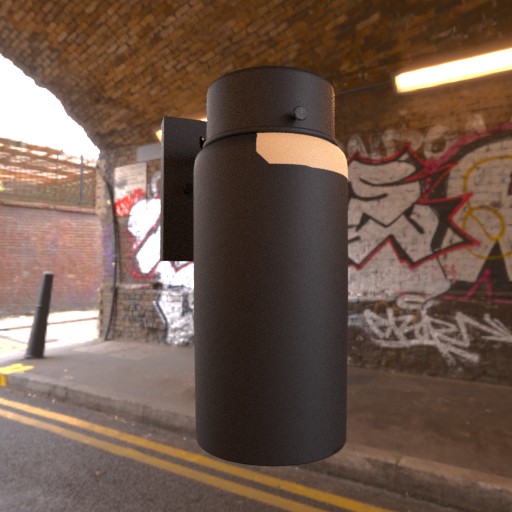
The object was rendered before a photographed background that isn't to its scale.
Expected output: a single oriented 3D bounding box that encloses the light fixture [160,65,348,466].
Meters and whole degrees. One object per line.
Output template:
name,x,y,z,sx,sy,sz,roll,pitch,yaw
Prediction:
light fixture,0.000,0.000,0.351,0.130,0.257,0.176,1,-3,-19
